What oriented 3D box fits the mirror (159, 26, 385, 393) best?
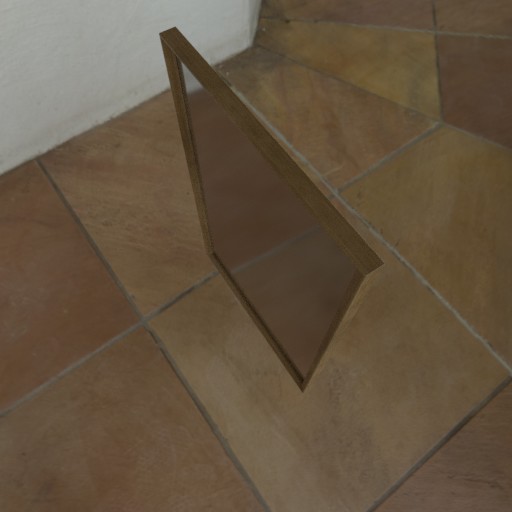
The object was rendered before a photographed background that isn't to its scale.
[{"bbox_3d":[0.000,0.000,1.140,0.041,0.915,0.609,-31,67,-15],"label":"mirror"}]
